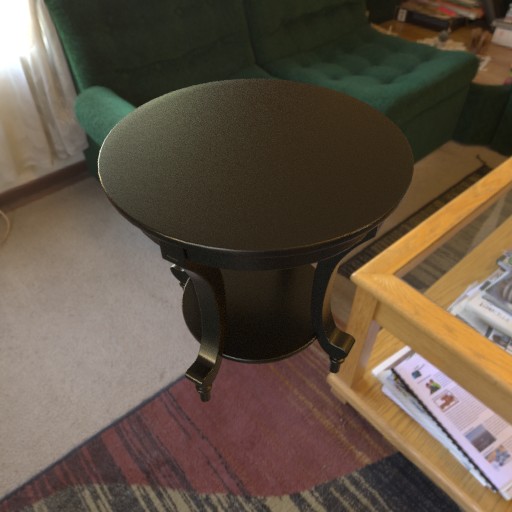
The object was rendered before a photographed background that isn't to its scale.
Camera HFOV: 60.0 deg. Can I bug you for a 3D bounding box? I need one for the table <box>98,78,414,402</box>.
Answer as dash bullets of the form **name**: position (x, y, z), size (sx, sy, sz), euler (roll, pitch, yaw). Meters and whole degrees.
- **table**: position (0.000, 0.000, 1.079), size (0.597, 0.618, 0.597), euler (0, 45, 0)
